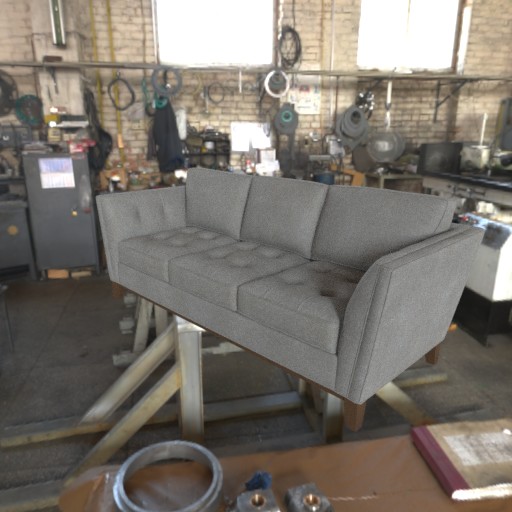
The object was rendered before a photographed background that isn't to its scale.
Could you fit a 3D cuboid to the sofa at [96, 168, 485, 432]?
[{"bbox_3d":[0.000,0.000,2.846,0.965,0.940,2.387,-16,23,-42],"label":"sofa"}]
